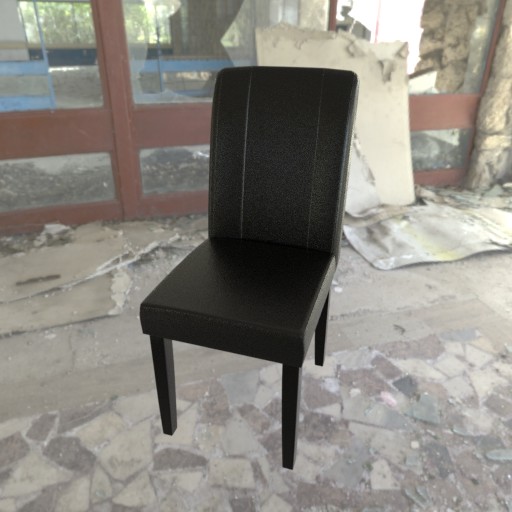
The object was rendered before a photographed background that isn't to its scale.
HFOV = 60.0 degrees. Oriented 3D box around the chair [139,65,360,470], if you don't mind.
[{"bbox_3d":[0.000,0.000,1.176,0.399,0.897,0.556,8,28,16],"label":"chair"}]
